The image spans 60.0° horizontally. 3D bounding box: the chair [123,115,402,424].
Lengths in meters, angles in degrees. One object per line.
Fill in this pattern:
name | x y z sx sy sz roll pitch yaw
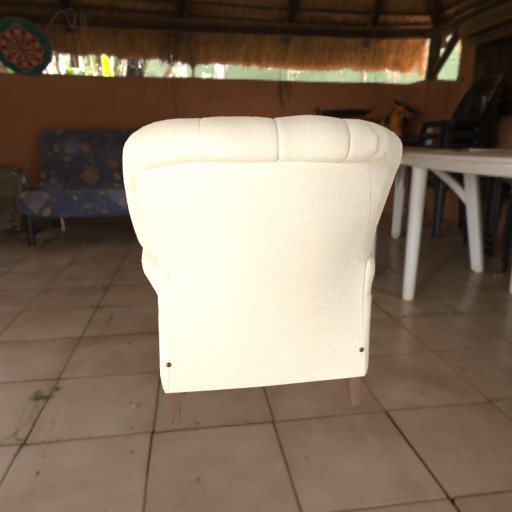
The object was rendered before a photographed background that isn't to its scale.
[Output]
chair | 0.000 0.000 2.000 1.035 1.169 1.132 -2 15 -9
